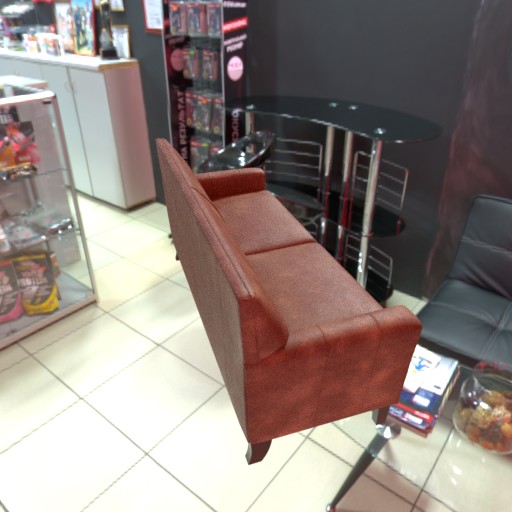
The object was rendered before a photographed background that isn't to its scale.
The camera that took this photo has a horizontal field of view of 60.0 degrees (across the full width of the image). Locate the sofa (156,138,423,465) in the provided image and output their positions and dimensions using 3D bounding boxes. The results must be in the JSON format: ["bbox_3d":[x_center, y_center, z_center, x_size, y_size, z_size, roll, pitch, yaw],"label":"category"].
[{"bbox_3d":[0.000,0.000,2.594,0.805,0.947,2.053,-9,31,-16],"label":"sofa"}]
